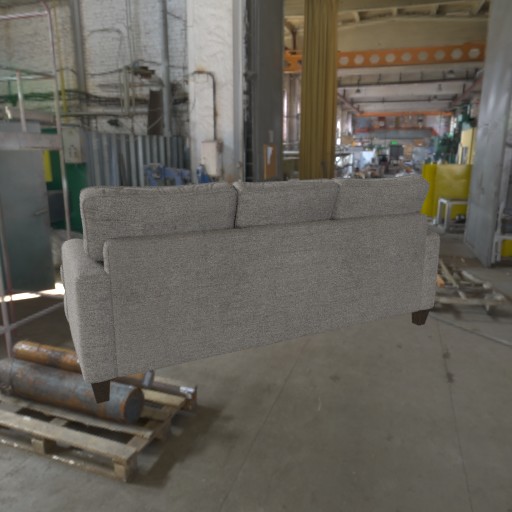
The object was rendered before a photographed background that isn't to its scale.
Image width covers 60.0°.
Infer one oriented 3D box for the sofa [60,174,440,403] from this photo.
[{"bbox_3d":[0.000,0.000,2.708,2.158,0.965,0.951,-7,15,-26],"label":"sofa"}]
